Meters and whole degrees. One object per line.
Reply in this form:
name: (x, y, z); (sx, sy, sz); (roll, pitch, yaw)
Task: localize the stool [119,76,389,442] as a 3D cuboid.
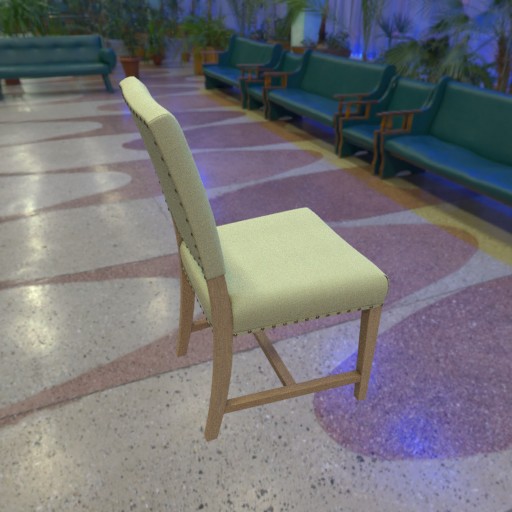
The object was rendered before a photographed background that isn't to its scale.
stool: (0.000, 0.000, 1.339); (0.623, 0.986, 0.508); (-12, 33, -18)
